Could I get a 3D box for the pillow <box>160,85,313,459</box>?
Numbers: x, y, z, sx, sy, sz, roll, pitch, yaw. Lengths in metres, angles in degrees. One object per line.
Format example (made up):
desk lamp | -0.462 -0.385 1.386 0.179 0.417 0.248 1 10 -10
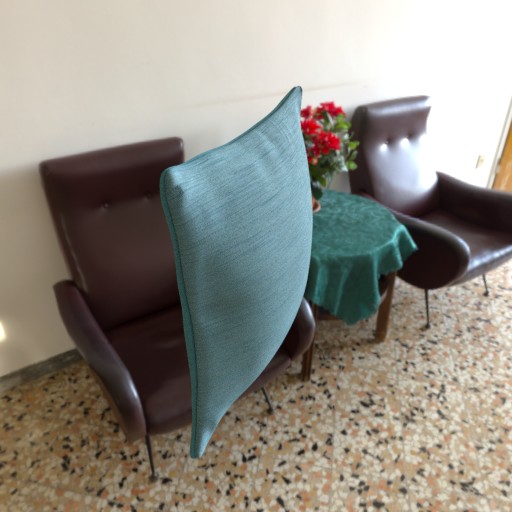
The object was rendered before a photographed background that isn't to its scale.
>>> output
pillow | 0.000 0.000 0.666 0.151 0.415 0.433 11 33 18
